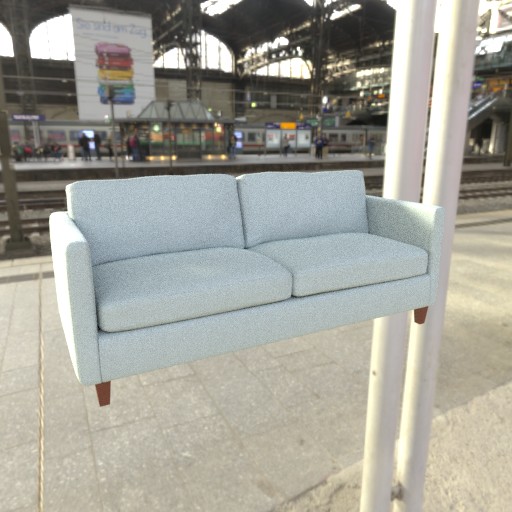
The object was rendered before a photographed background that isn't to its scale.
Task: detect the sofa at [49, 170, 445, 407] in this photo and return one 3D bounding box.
[{"bbox_3d":[0.000,0.000,2.692,2.208,0.965,0.951,-7,16,-27],"label":"sofa"}]
